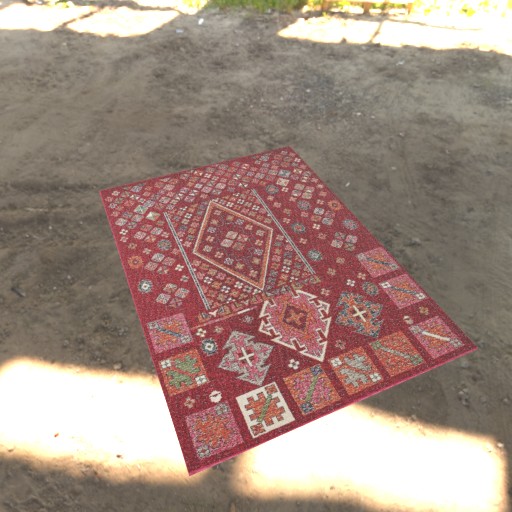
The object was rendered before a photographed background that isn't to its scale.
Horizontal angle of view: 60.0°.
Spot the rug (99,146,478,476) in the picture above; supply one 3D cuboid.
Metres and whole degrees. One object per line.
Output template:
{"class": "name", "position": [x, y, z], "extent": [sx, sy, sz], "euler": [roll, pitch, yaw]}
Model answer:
{"class": "rug", "position": [0.000, 0.000, 4.234], "extent": [2.389, 0.011, 3.306], "euler": [-17, 47, -17]}
